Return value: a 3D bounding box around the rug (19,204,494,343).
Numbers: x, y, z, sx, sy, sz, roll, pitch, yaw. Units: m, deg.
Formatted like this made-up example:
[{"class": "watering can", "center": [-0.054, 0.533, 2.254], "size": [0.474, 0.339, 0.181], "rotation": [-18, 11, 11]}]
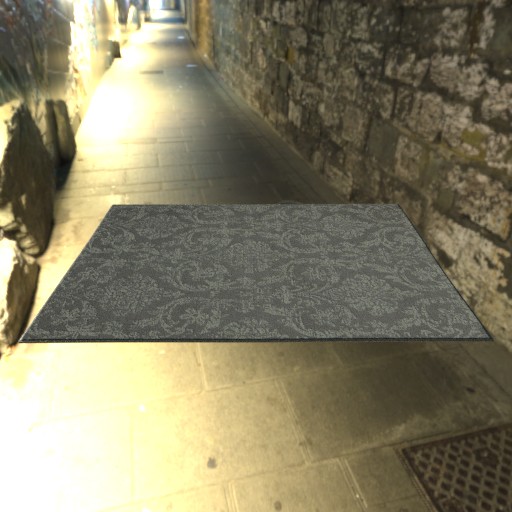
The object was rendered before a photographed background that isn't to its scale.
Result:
[{"class": "rug", "center": [0.000, 0.000, 2.734], "size": [2.206, 0.014, 1.578], "rotation": [0, 30, 0]}]
